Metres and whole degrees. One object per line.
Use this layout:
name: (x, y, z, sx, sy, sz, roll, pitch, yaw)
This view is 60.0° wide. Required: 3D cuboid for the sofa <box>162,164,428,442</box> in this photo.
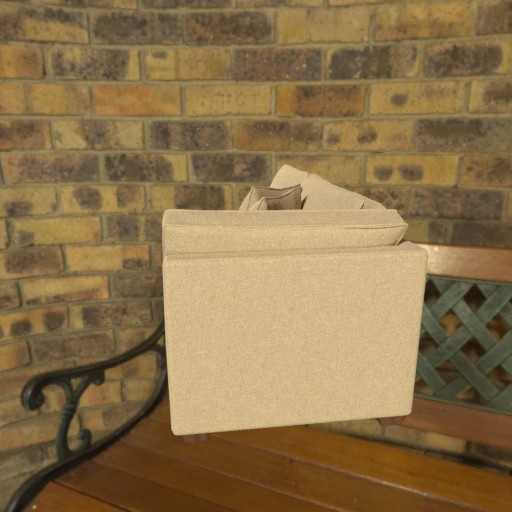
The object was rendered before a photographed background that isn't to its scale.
sofa: (0.000, 0.000, 2.838, 1.110, 1.033, 2.237, -2, 16, -8)
